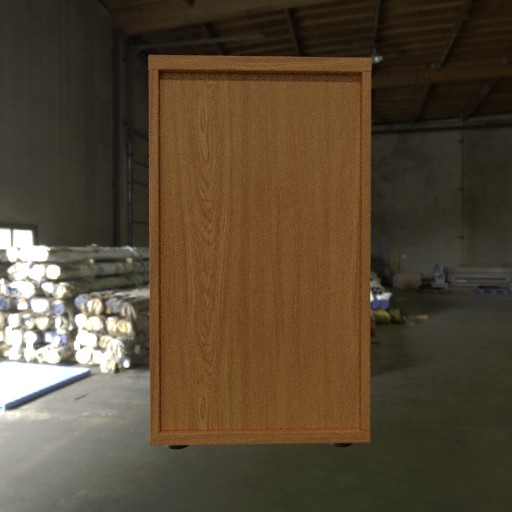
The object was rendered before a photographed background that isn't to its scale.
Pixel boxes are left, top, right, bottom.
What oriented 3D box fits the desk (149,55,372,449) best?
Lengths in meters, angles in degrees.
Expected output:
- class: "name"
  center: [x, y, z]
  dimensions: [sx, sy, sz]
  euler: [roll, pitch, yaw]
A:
- class: "desk"
  center: [0.000, 0.000, 1.106]
  dimensions: [0.404, 0.730, 0.600]
  euler: [0, 1, -2]
